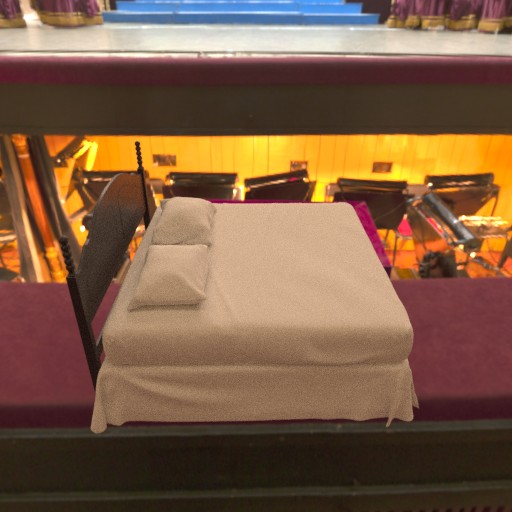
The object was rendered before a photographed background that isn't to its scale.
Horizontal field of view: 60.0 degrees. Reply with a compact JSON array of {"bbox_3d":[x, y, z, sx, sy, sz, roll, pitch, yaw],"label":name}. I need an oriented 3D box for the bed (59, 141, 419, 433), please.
[{"bbox_3d":[0.000,0.000,3.583,2.219,1.355,2.322,0,30,-1],"label":"bed"}]
